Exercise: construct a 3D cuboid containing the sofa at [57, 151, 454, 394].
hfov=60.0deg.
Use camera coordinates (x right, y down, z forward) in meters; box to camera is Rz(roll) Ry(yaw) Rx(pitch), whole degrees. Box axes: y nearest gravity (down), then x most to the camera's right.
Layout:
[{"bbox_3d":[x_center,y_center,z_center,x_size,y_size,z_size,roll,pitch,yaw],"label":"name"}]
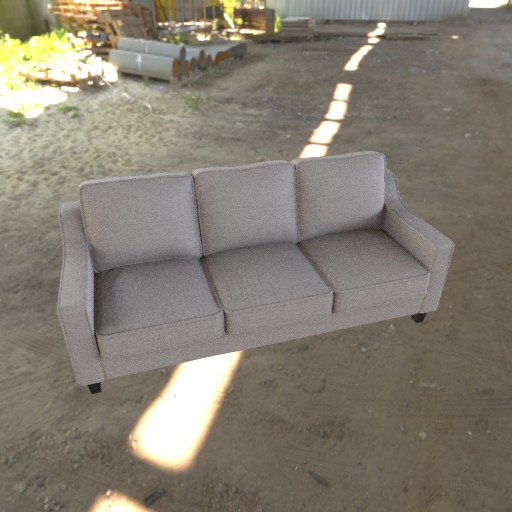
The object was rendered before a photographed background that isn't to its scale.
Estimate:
[{"bbox_3d":[0.000,0.000,2.653,2.129,0.950,0.899,-9,32,-14],"label":"sofa"}]
